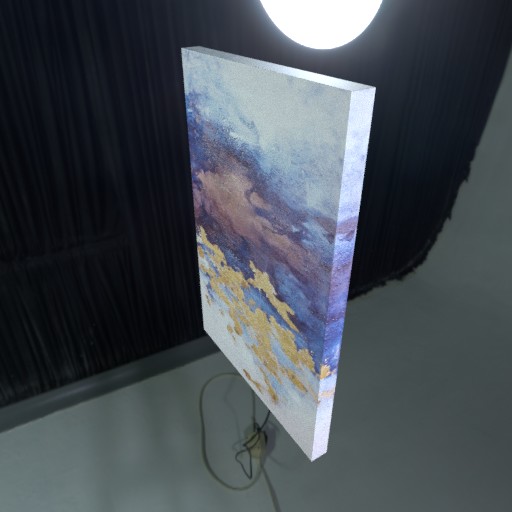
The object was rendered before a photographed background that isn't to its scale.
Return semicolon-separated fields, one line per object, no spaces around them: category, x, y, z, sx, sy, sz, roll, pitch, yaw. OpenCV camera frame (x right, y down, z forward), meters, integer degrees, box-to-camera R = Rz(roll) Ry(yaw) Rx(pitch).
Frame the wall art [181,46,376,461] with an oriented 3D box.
wall art;0.000;0.000;1.083;0.048;0.874;0.583;-19;36;-27
